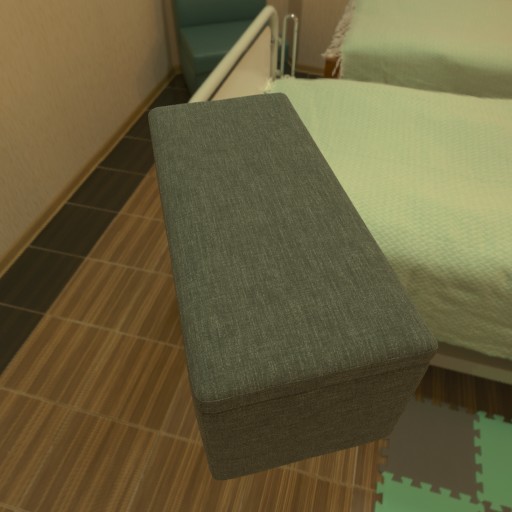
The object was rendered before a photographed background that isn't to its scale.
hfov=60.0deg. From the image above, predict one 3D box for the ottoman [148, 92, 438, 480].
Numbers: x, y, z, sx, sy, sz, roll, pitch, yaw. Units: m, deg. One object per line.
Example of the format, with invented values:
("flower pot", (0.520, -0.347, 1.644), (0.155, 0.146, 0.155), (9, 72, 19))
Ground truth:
("ottoman", (0.000, 0.000, 1.104), (0.419, 0.432, 0.902), (-10, 48, -10))
